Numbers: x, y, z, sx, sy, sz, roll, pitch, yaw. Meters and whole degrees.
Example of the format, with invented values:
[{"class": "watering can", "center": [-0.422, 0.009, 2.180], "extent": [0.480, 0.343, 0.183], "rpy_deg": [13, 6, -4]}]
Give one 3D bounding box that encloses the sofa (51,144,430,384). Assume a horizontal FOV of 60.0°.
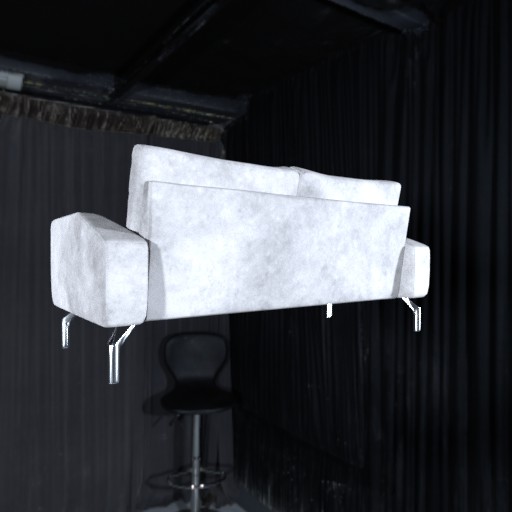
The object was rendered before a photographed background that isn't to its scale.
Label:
[{"class": "sofa", "center": [0.000, 0.000, 2.318], "extent": [1.837, 0.859, 0.849], "rpy_deg": [0, 0, -36]}]
